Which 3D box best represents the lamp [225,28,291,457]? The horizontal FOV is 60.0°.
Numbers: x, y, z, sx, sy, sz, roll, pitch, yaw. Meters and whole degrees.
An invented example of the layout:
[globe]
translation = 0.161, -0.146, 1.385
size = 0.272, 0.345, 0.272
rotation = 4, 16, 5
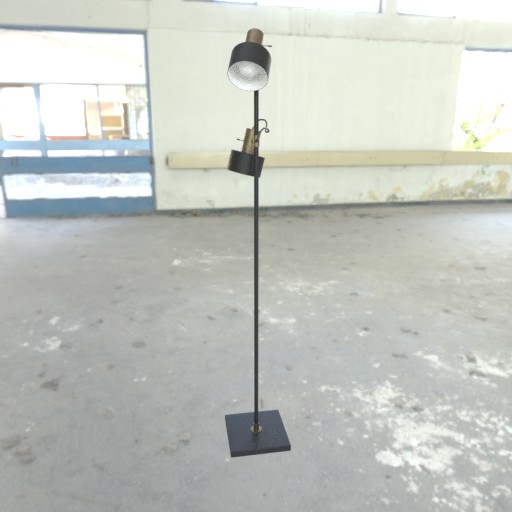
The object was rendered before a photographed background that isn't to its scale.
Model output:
[lamp]
translation = 0.000, 0.000, 1.605
size = 0.233, 1.505, 0.315
rotation = -3, 16, -9
